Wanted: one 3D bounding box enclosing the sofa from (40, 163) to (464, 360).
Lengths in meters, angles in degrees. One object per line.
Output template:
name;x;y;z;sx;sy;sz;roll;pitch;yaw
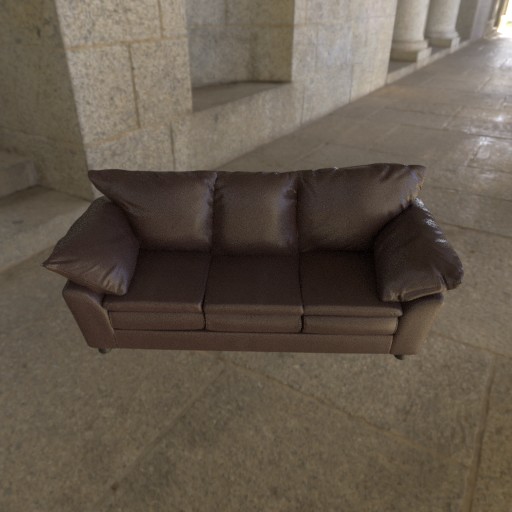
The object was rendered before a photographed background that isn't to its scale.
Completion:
sofa;0.000;0.000;2.902;2.390;1.091;0.907;1;31;1
